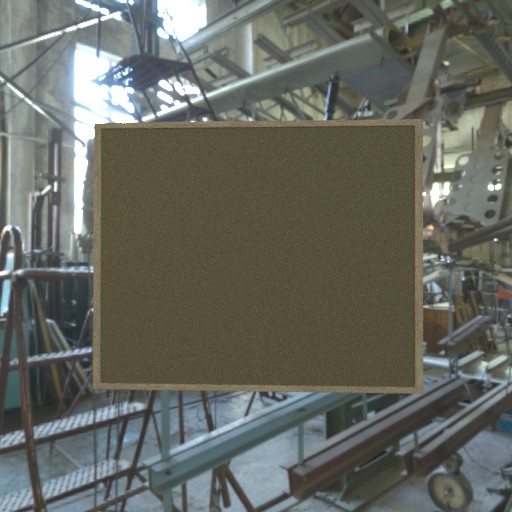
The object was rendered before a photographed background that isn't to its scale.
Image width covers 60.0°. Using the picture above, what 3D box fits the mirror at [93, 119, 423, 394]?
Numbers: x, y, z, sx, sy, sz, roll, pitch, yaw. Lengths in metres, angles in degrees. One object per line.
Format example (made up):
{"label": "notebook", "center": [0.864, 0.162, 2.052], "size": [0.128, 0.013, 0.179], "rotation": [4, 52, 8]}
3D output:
{"label": "mirror", "center": [0.000, 0.000, 1.138], "size": [0.839, 0.689, 0.028], "rotation": [0, 0, 2]}
